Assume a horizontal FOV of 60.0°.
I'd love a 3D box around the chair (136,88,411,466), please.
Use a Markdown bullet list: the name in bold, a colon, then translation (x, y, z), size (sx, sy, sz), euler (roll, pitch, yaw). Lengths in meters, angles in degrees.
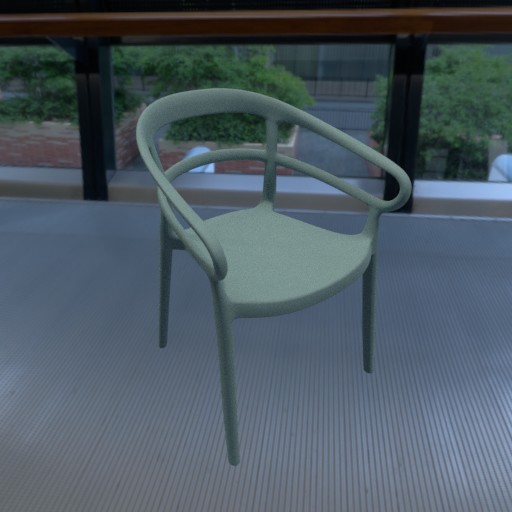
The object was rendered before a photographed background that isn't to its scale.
- **chair**: translation (0.000, 0.000, 1.172), size (0.559, 0.761, 0.527), euler (-21, 37, -32)
